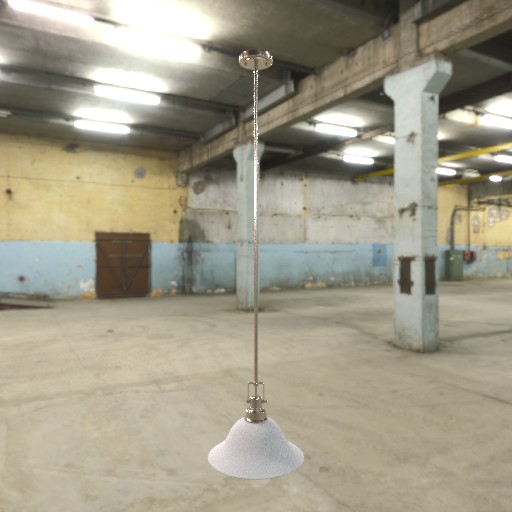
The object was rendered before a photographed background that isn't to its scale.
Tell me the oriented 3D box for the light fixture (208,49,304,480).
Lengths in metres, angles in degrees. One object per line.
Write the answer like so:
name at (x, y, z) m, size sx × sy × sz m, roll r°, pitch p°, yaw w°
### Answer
light fixture at (0.000, 0.000, 1.505) m, size 0.324 × 1.354 × 0.324 m, roll 0°, pitch 0°, yaw -1°
